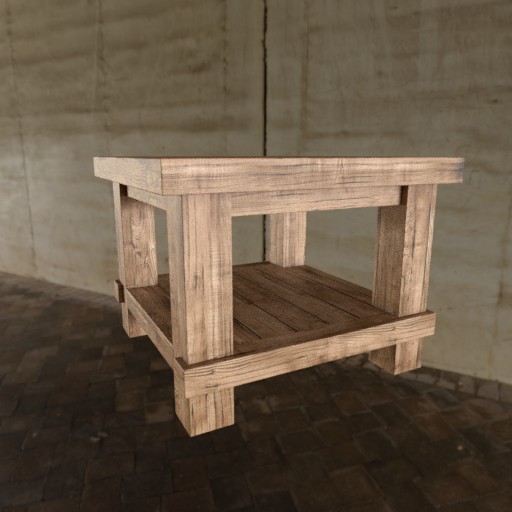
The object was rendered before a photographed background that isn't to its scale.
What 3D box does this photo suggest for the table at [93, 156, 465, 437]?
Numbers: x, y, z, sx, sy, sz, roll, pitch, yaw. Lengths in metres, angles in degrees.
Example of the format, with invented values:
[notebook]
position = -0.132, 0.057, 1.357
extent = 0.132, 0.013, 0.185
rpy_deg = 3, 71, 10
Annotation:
[table]
position = 0.000, 0.000, 1.047
extent = 0.610, 0.457, 0.610
rpy_deg = -7, 15, -27
